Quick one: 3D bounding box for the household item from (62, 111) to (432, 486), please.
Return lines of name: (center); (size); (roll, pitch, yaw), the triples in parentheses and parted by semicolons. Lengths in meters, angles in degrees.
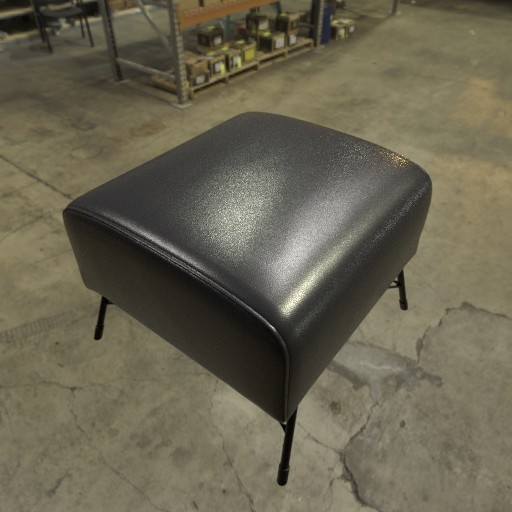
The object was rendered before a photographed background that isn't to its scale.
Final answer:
household item: (0.000, 0.000, 0.906); (0.530, 0.410, 0.530); (27, 48, 28)
